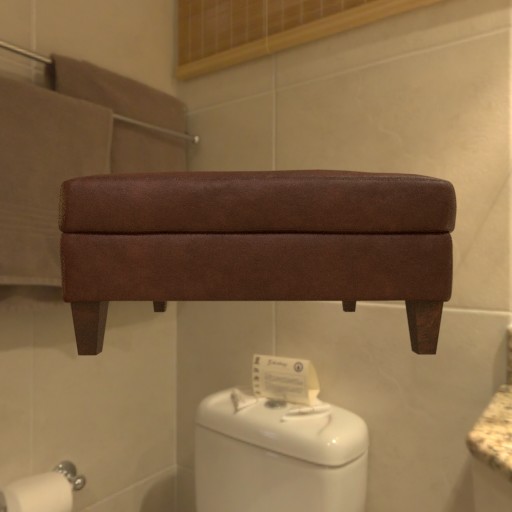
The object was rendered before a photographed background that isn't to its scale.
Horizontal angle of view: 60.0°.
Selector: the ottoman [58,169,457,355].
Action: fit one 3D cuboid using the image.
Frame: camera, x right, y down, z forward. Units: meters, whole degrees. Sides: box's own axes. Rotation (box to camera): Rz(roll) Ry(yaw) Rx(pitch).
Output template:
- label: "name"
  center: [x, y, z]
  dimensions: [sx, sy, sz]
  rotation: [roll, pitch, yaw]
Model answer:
- label: "ottoman"
  center: [0.000, 0.000, 1.301]
  dimensions: [0.836, 0.415, 0.844]
  rotation: [0, 0, -1]
